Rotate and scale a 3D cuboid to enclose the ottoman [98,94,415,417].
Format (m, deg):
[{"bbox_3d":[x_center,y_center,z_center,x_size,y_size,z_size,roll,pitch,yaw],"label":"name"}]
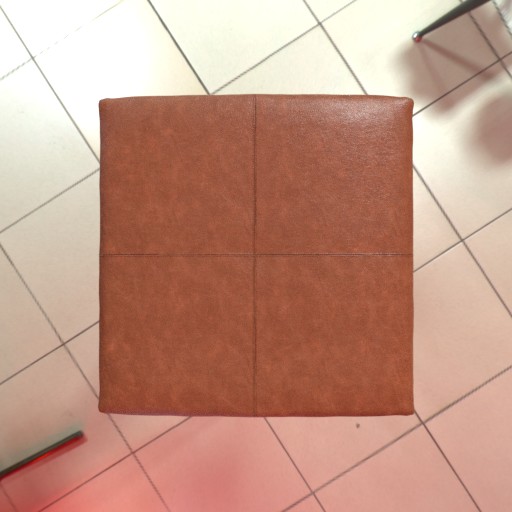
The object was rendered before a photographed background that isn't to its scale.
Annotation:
[{"bbox_3d":[0.000,0.000,1.564,1.013,0.442,1.016,0,89,1],"label":"ottoman"}]
